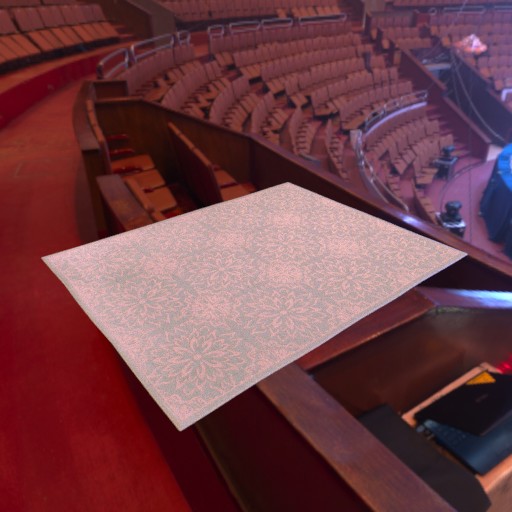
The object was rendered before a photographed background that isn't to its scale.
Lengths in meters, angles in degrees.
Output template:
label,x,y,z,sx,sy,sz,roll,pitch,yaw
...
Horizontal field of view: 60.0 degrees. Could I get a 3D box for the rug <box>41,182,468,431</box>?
label,x,y,z,sx,sy,sz,roll,pitch,yaw
rug,0.000,0.000,3.946,2.980,0.012,2.363,-22,37,-33
